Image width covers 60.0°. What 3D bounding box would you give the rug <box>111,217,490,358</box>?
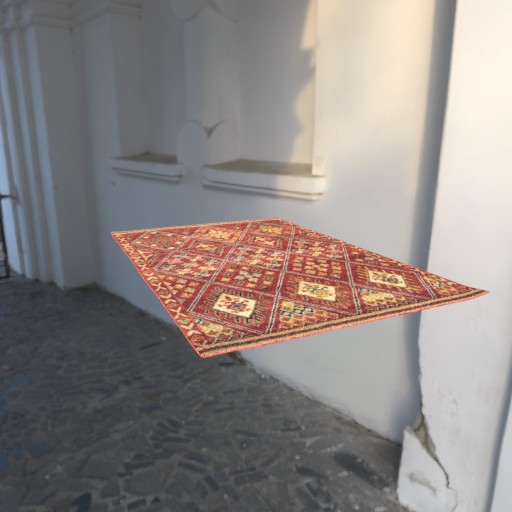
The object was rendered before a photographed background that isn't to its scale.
[{"bbox_3d":[0.000,0.000,2.901,1.521,0.026,2.286,-7,17,-24],"label":"rug"}]
